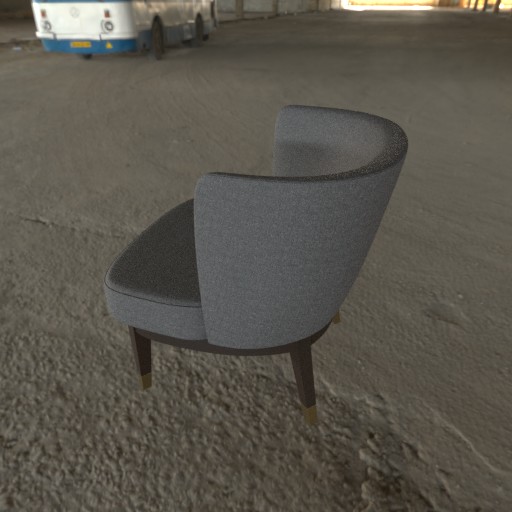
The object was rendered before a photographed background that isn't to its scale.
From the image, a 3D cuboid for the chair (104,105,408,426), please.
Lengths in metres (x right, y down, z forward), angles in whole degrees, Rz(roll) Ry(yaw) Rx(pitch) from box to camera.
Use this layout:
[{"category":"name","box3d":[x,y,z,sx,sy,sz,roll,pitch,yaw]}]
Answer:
[{"category":"chair","box3d":[0.000,0.000,1.232,0.698,0.695,0.639,9,32,15]}]
